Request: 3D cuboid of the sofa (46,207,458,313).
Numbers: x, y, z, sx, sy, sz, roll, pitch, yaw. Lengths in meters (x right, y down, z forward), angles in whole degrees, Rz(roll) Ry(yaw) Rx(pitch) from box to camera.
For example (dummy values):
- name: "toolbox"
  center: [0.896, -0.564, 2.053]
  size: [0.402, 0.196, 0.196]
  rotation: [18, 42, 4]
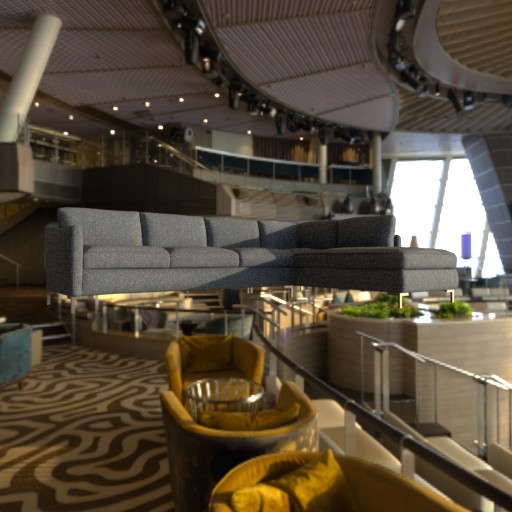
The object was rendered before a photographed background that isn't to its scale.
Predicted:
- name: "sofa"
  center: [0.000, 0.000, 3.770]
  size: [2.949, 0.815, 2.007]
  rotation: [0, -1, -37]
